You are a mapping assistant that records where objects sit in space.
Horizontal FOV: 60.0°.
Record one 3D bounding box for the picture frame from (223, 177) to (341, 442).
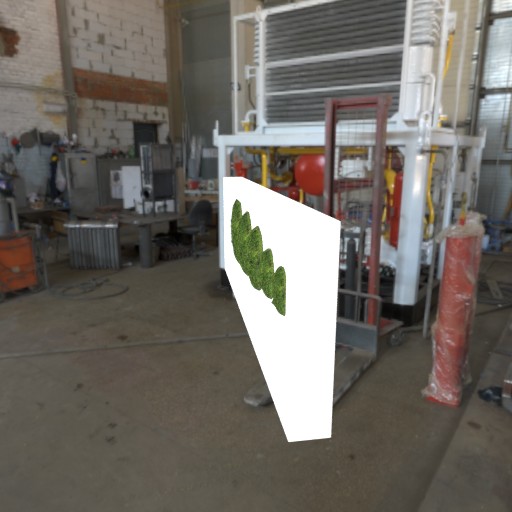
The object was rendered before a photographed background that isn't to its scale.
[{"bbox_3d":[0.000,0.000,0.838,0.050,0.250,0.759,-2,14,-9],"label":"picture frame"}]
